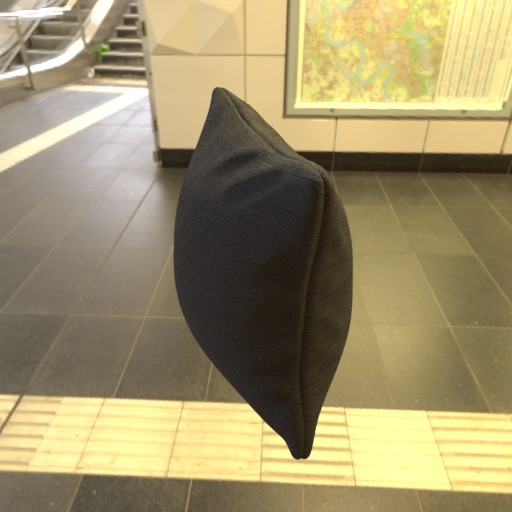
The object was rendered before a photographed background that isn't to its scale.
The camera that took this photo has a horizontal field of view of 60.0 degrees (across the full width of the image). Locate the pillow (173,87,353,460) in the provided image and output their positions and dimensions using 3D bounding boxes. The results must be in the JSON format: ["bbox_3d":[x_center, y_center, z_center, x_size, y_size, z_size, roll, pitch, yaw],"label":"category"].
[{"bbox_3d":[0.000,0.000,0.671,0.246,0.414,0.432,-9,33,-14],"label":"pillow"}]
